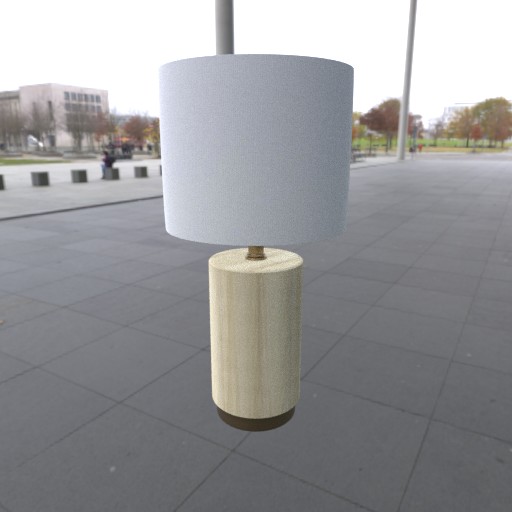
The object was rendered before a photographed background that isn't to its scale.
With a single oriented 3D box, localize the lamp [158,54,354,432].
[{"bbox_3d":[0.000,0.000,0.575,0.228,0.444,0.228,-13,20,-42],"label":"lamp"}]
